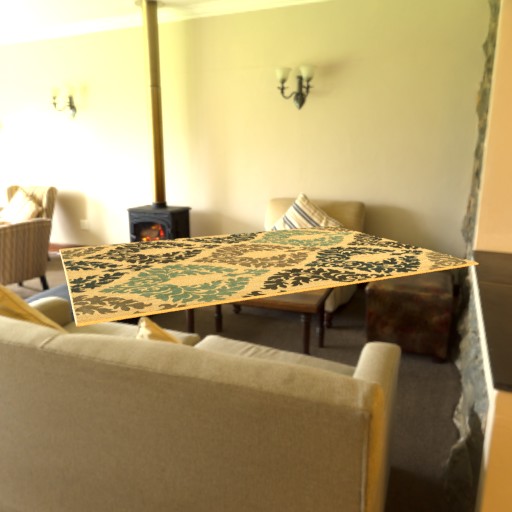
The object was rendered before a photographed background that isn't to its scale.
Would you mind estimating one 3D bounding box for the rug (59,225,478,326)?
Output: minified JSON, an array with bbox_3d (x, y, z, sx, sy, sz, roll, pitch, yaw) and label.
[{"bbox_3d":[0.000,0.000,2.864,2.275,0.014,1.514,-6,15,-25],"label":"rug"}]
